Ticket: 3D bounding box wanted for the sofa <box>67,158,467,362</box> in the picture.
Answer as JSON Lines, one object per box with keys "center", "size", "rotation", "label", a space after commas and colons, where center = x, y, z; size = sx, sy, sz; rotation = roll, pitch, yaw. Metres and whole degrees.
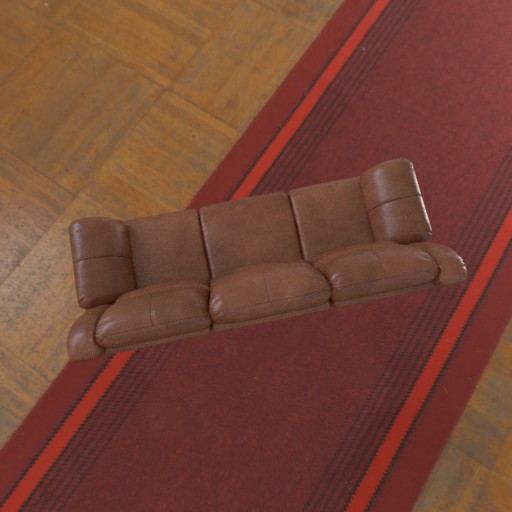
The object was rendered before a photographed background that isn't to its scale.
{"center": [0.000, 0.000, 2.928], "size": [2.337, 1.043, 0.991], "rotation": [-11, 75, -3], "label": "sofa"}
